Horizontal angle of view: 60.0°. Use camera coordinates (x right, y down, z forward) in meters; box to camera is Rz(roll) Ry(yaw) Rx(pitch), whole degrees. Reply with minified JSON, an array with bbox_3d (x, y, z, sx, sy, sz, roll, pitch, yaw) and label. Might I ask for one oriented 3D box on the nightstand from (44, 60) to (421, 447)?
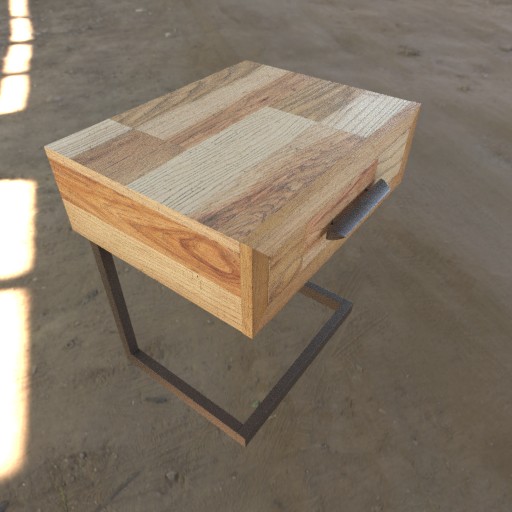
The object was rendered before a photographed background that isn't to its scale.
[{"bbox_3d":[0.000,0.000,1.016,0.481,0.632,0.558,26,48,27],"label":"nightstand"}]
